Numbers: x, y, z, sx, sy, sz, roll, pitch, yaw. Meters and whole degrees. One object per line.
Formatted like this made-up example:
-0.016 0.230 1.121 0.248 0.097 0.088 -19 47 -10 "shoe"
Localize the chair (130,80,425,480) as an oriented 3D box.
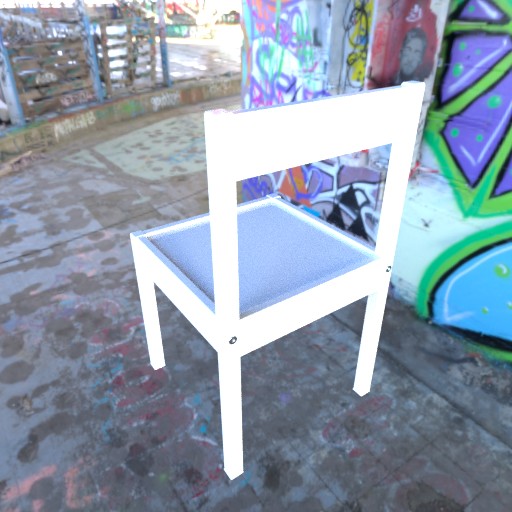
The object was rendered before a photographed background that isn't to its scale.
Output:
0.000 0.000 0.670 0.285 0.505 0.285 -20 36 -30 "chair"
